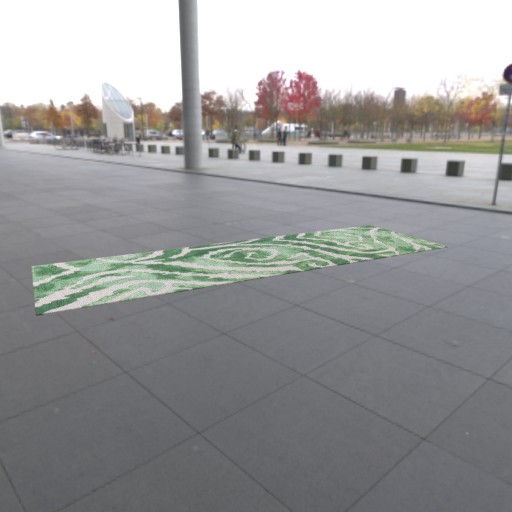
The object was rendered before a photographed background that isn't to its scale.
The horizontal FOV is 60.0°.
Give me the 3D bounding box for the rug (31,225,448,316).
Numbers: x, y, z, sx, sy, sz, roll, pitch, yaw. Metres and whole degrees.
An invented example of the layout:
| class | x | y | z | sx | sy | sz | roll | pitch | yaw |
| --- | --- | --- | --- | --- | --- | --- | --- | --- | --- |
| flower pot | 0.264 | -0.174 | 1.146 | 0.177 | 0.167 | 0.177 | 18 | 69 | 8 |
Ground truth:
| class | x | y | z | sx | sy | sz | roll | pitch | yaw |
| --- | --- | --- | --- | --- | --- | --- | --- | --- | --- |
| rug | 0.000 | 0.000 | 2.693 | 2.438 | 0.006 | 0.761 | -8 | 18 | -26 |
